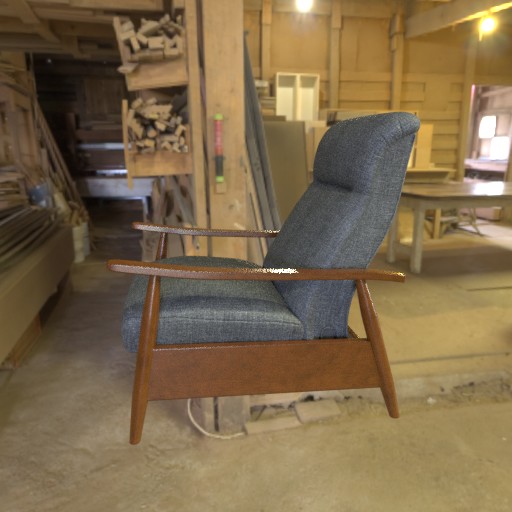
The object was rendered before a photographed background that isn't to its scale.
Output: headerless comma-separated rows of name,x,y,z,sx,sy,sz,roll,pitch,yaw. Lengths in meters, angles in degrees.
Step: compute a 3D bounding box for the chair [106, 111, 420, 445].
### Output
chair,0.000,0.000,1.775,1.030,1.082,0.762,-2,14,-9
